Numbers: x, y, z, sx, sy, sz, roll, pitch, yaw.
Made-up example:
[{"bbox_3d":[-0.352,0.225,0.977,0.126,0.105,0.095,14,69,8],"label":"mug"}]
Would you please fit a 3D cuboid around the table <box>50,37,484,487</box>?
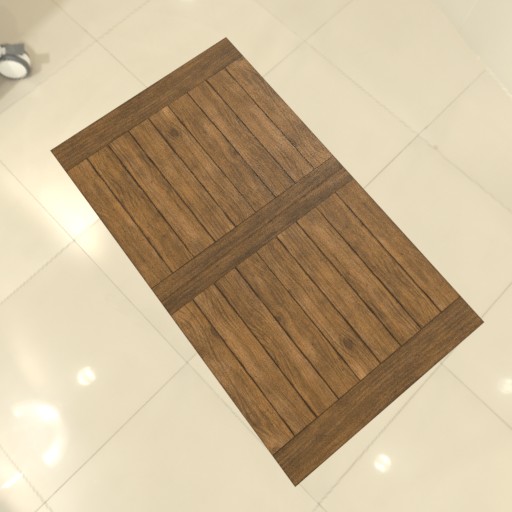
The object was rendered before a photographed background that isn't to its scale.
[{"bbox_3d":[0.000,0.000,2.149,0.931,0.757,1.641,-37,78,-9],"label":"table"}]
